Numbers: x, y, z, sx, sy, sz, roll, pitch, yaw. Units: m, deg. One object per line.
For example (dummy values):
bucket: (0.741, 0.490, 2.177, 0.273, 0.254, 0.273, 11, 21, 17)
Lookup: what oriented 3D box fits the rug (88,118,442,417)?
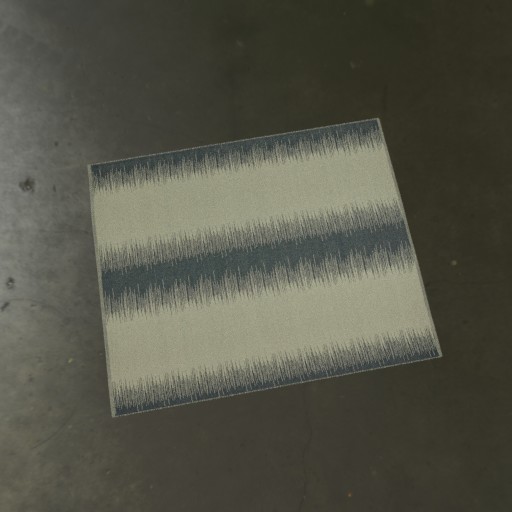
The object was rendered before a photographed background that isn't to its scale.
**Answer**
rug: (0.000, 0.000, 4.257, 3.037, 0.004, 2.453, -10, 77, -2)
